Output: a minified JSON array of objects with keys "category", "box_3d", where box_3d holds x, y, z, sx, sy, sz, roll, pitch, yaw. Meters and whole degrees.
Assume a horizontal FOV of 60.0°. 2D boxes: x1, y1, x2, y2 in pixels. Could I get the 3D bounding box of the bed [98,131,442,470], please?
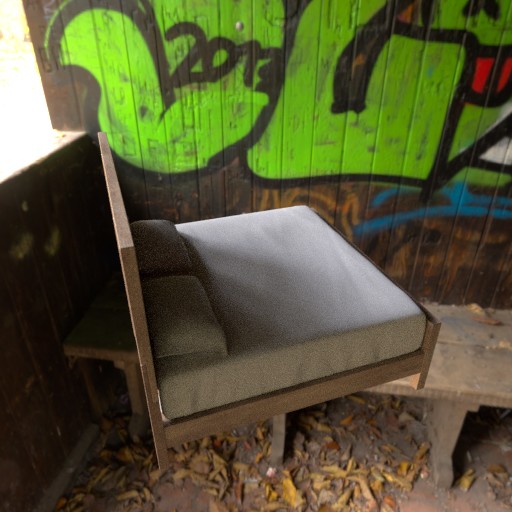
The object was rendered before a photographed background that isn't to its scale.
[{"category":"bed","box_3d":[0.000,0.000,3.516,2.032,1.626,2.032,-10,32,-17]}]
